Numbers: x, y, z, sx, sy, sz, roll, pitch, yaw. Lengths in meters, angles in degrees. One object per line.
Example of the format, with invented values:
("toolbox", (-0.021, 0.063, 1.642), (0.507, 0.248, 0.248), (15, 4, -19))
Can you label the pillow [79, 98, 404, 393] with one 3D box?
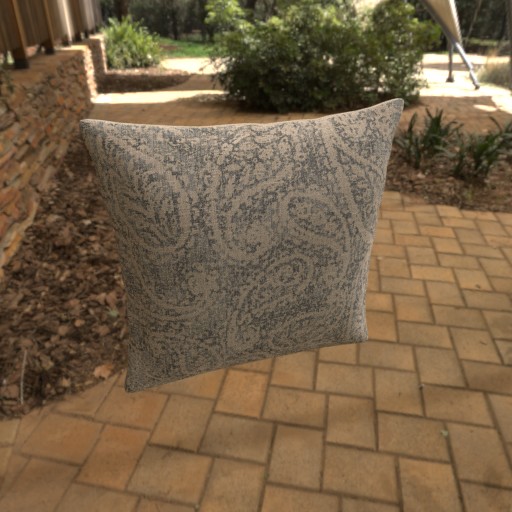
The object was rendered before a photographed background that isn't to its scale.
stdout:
("pillow", (0.000, 0.000, 0.793), (0.523, 0.510, 0.166), (-9, 31, -16))
